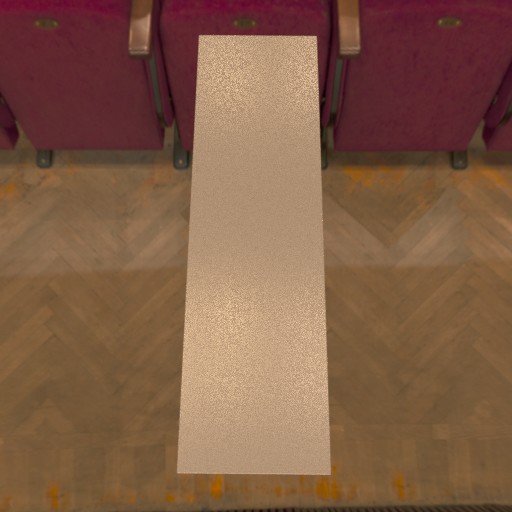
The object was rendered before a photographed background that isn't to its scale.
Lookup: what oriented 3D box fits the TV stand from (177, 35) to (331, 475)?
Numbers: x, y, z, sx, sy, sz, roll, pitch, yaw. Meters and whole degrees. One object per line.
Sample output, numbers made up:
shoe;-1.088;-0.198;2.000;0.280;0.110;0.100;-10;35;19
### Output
TV stand;0.000;0.000;1.429;0.344;0.603;1.167;0;75;0
